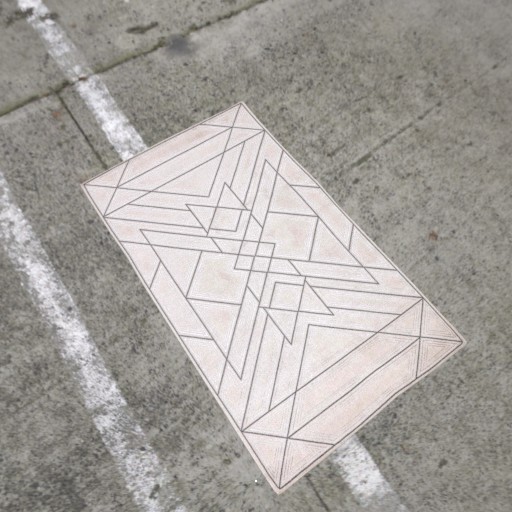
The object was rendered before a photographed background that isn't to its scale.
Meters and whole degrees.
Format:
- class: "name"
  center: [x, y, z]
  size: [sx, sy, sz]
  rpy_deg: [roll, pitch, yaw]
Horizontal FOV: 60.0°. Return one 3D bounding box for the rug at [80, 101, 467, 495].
- class: "rug"
  center: [0.000, 0.000, 1.052]
  size: [0.511, 0.008, 0.869]
  rpy_deg: [-32, 67, -15]
